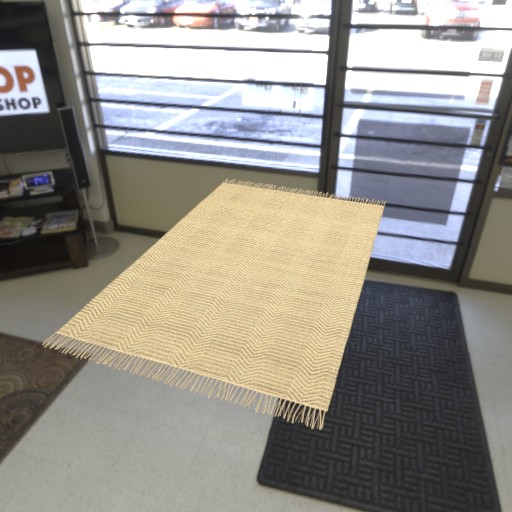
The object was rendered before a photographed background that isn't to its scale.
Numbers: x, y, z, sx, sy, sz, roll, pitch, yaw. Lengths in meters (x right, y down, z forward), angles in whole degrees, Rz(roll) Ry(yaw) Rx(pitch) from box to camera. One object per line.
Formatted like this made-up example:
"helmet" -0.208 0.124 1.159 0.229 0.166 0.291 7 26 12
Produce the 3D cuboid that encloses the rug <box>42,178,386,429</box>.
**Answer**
"rug" 0.000 0.000 3.136 1.528 0.034 2.523 11 33 17
